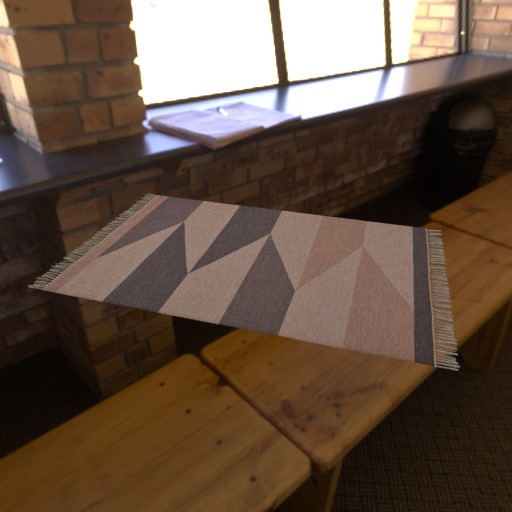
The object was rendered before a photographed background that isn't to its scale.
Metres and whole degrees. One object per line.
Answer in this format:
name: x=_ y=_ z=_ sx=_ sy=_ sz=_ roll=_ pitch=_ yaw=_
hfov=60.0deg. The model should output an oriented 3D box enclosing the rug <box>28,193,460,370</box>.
rug: x=0.000 y=0.000 z=2.456 sx=2.021 sy=0.027 sz=1.224 roll=9 pitch=32 yaw=14
